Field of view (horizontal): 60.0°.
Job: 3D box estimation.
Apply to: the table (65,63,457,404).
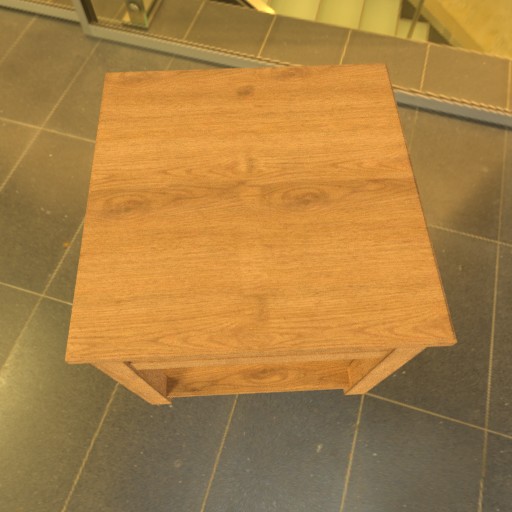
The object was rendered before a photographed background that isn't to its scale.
[{"bbox_3d":[0.000,0.000,1.079,0.612,0.593,0.616,-2,64,-1],"label":"table"}]
